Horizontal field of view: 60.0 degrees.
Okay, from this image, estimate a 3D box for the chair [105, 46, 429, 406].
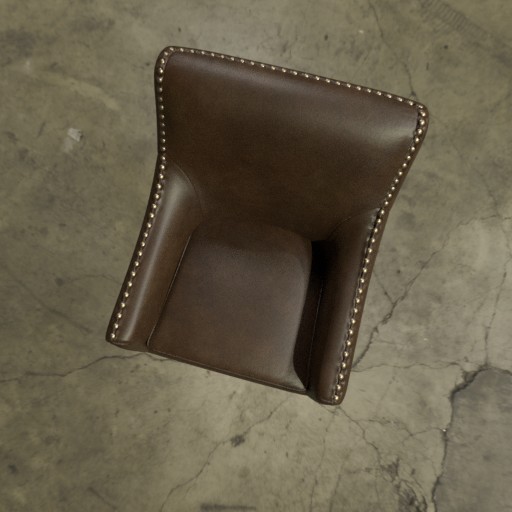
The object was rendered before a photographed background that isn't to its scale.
[{"bbox_3d":[0.000,0.000,1.294,0.639,0.813,0.704,15,76,4],"label":"chair"}]
